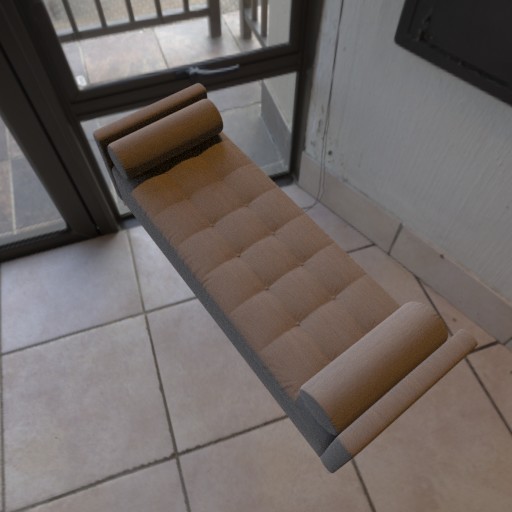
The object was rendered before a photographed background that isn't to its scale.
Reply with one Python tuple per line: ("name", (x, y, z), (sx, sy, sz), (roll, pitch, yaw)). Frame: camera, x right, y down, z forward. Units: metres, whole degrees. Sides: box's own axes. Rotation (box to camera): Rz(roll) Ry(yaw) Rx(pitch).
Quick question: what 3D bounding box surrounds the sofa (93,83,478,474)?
("sofa", (0.000, 0.000, 2.276), (0.686, 0.635, 1.981), (-33, 64, -19))
